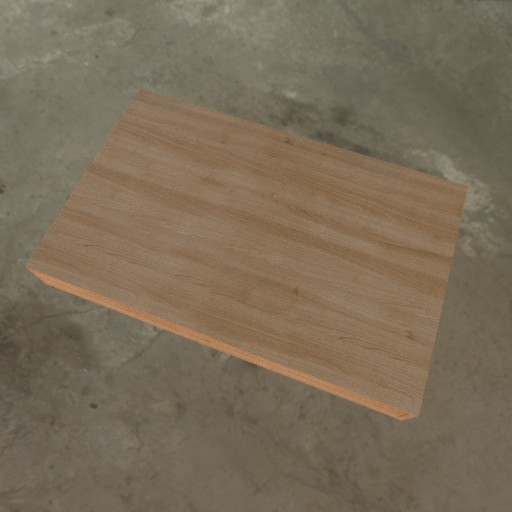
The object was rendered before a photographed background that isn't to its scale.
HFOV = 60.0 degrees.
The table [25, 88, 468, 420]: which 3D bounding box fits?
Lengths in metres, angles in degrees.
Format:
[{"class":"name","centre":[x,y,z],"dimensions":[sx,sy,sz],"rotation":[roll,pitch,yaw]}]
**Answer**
[{"class":"table","centre":[0.000,0.000,1.478],"dimensions":[1.100,0.440,0.700],"rotation":[19,67,9]}]
